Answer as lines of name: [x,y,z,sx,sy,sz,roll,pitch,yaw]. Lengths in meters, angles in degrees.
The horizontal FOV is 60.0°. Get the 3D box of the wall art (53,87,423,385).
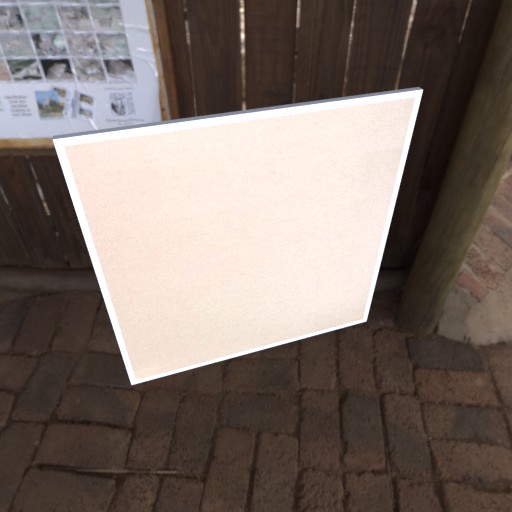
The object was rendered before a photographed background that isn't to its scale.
wall art: [0.000,0.000,0.825,0.557,0.557,0.012,-12,42,-14]
